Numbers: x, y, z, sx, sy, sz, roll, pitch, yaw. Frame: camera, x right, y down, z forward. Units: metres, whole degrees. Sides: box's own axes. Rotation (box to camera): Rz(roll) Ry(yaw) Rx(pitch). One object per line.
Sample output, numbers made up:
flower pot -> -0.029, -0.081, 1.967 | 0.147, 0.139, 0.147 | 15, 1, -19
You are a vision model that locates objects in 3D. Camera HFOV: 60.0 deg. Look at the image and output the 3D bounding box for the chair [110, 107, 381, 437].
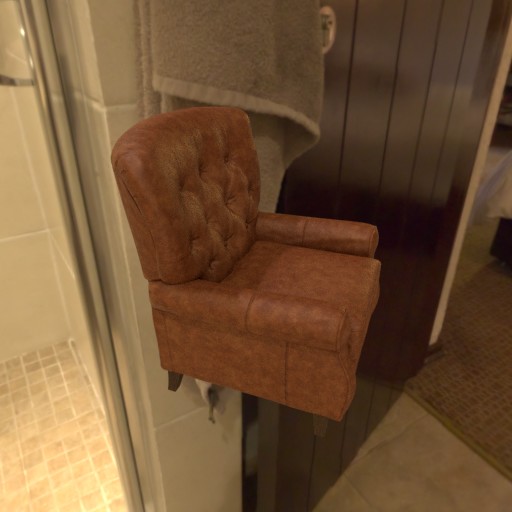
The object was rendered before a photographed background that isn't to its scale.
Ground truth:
chair -> 0.000, 0.000, 1.965 | 1.059, 1.164, 0.951 | 10, 30, 18
